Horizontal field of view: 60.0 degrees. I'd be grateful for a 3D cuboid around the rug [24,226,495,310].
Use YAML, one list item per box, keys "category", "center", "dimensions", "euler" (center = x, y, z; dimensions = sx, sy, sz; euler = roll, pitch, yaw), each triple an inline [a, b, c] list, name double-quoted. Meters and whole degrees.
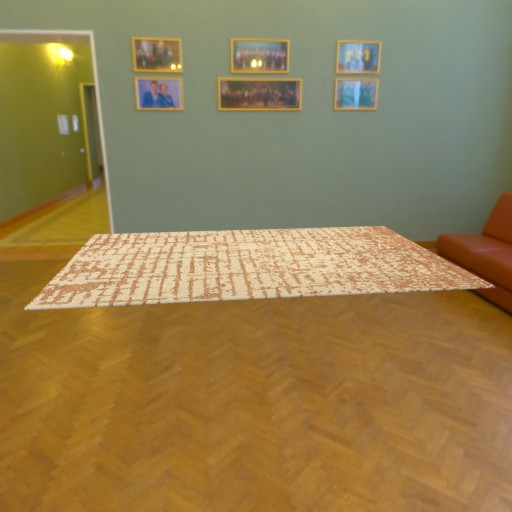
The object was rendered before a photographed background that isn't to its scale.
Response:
- category: "rug"
  center: [0.000, 0.000, 2.984]
  dimensions: [2.435, 0.011, 1.517]
  euler: [-2, 17, -7]
